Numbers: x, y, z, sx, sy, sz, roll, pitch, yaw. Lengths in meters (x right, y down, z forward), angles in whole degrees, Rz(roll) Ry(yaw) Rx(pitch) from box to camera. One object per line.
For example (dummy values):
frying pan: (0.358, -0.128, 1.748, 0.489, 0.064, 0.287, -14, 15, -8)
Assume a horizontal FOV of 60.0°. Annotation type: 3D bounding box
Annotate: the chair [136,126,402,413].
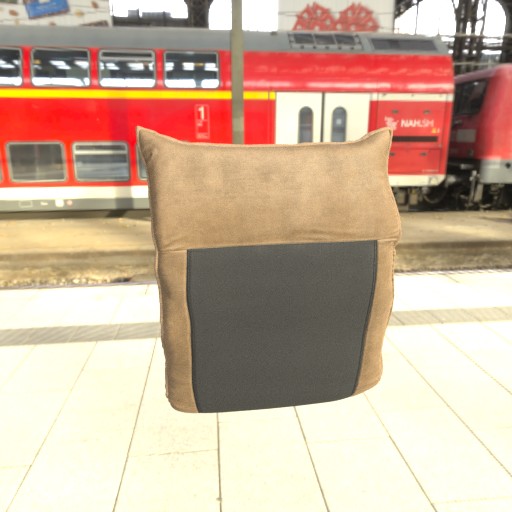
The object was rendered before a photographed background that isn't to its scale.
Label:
chair: (0.000, 0.000, 1.610, 0.714, 0.892, 0.985, -2, 15, -8)
